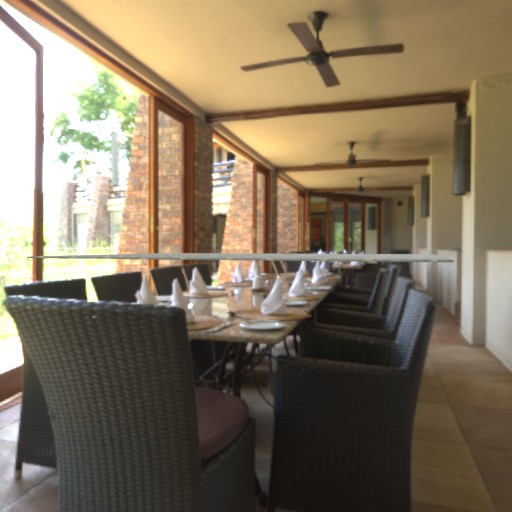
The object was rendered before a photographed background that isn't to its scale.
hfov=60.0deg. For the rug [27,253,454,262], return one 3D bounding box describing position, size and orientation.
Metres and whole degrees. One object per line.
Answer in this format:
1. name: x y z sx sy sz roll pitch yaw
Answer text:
1. rug: 0.000 0.000 2.696 2.080 0.010 1.451 0 1 19
